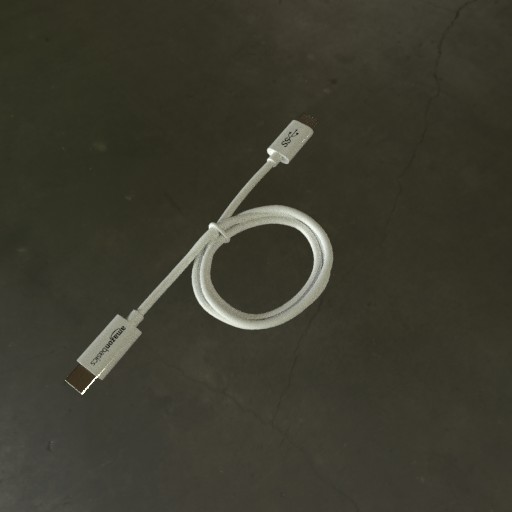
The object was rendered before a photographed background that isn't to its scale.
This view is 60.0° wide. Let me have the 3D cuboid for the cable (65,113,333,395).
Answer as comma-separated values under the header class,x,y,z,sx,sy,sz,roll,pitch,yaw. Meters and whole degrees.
class,x,y,z,sx,sy,sz,roll,pitch,yaw
cable,0.000,0.000,0.210,0.070,0.014,0.186,32,67,15
